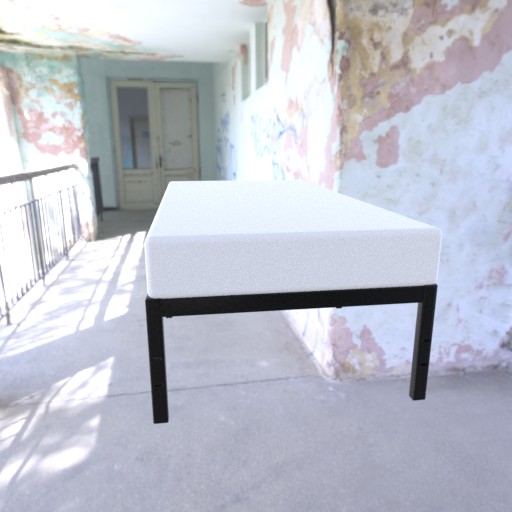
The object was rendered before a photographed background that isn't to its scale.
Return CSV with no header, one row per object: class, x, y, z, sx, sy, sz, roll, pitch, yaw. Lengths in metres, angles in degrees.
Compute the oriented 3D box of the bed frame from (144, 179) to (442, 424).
bed frame,0.000,0.000,2.447,1.023,0.659,1.950,-2,15,-8
